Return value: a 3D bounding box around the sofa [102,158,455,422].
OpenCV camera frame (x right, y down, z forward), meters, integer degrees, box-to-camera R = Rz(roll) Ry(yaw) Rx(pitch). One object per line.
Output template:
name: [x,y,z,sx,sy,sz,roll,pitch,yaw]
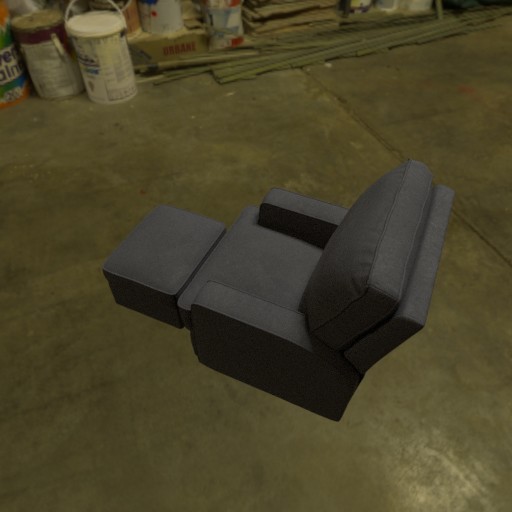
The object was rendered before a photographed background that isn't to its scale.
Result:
sofa: [0.000,0.000,2.059,1.472,0.959,0.861,18,49,17]
